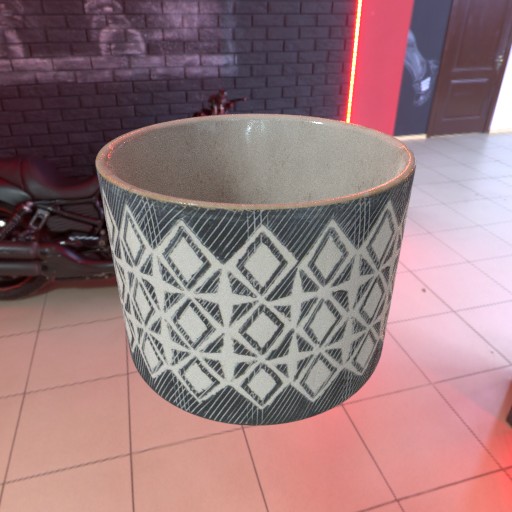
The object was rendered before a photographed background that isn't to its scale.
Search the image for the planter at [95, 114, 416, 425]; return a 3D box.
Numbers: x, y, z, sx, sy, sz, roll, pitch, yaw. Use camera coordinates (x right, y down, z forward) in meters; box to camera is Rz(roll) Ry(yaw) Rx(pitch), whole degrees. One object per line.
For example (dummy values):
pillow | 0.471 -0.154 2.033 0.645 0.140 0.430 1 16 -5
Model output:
planter | 0.000 0.000 0.209 0.126 0.104 0.126 0 30 0
